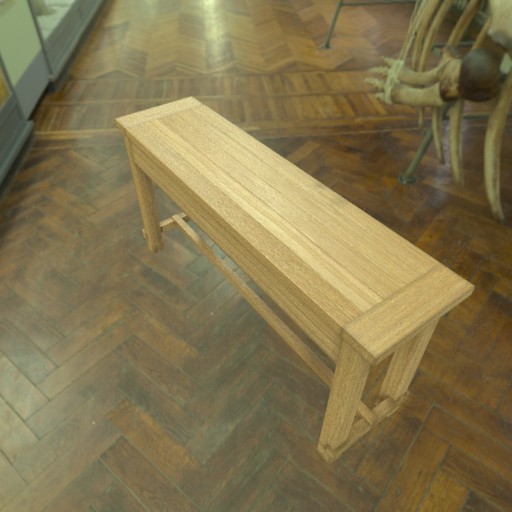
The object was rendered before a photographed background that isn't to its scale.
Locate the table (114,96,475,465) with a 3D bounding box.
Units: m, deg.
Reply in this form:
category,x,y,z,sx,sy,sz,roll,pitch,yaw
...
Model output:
category,x,y,z,sx,sy,sz,roll,pitch,yaw
table,0.000,0.000,1.912,0.442,0.762,1.599,-27,49,-26
